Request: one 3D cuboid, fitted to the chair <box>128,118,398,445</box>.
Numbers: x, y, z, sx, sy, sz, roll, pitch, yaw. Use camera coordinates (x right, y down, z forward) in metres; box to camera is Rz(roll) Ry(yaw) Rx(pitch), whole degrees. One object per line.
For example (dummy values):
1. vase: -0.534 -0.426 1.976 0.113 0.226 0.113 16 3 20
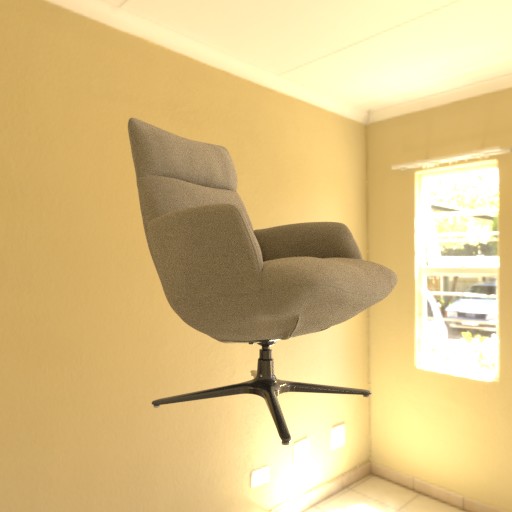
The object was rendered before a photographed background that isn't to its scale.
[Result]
1. chair: 0.000 0.000 1.584 0.889 1.016 0.711 -1 -2 37
